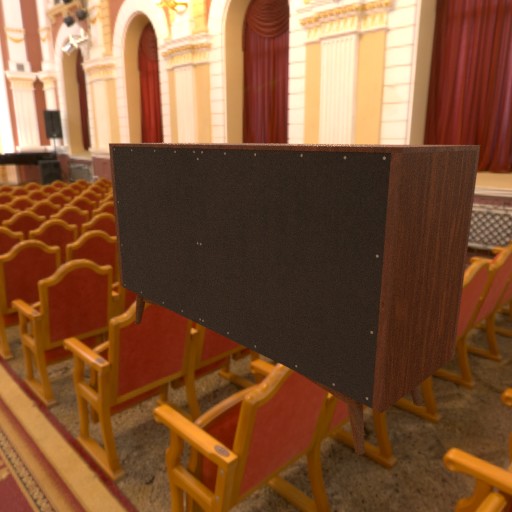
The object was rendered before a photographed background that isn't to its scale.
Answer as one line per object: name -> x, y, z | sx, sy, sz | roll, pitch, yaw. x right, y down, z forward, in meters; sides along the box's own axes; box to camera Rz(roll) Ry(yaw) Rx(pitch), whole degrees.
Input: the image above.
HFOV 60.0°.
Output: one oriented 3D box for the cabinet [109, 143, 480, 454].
cabinet -> 0.000, 0.000, 1.919 | 0.505, 0.940, 1.575 | -14, 20, -42
